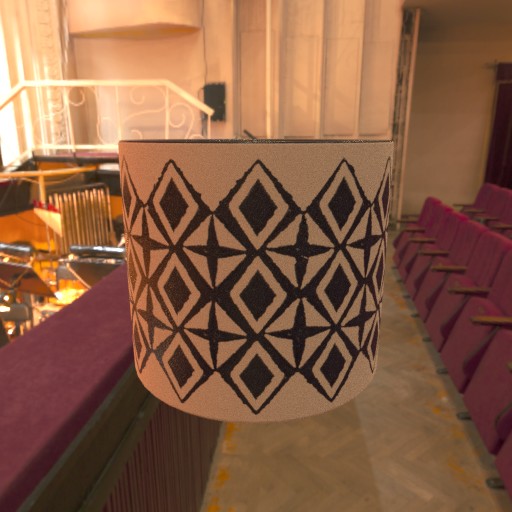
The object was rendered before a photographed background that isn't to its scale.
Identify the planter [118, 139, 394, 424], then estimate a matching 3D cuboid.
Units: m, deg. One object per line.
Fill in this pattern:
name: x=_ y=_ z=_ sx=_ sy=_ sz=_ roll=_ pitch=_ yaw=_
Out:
planter: x=0.000 y=0.000 z=0.283 sx=0.159 sy=0.144 sz=0.159 roll=0 pitch=15 yaw=0
